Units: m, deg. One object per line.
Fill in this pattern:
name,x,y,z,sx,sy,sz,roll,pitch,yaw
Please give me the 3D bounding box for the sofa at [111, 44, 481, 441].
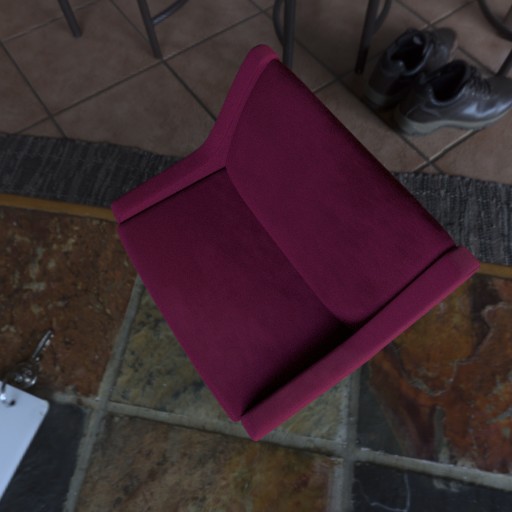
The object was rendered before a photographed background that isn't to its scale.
sofa,0.000,0.000,1.950,0.946,0.976,1.242,-31,69,-14
